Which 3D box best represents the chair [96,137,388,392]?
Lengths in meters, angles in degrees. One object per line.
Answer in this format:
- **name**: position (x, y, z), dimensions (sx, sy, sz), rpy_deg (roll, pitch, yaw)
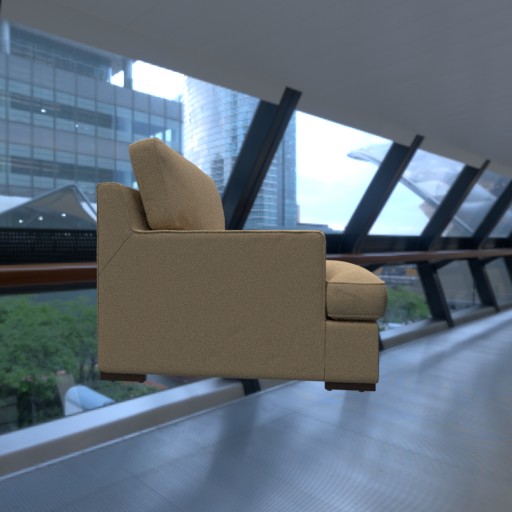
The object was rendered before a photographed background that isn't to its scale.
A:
- **chair**: position (0.000, 0.000, 2.255), dimensions (1.274, 1.005, 1.293), rpy_deg (0, 0, 0)
